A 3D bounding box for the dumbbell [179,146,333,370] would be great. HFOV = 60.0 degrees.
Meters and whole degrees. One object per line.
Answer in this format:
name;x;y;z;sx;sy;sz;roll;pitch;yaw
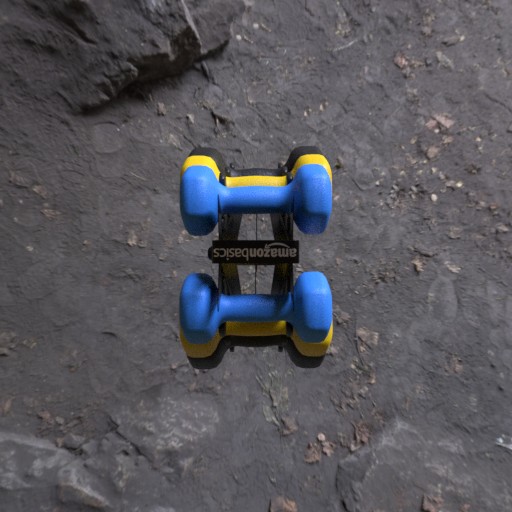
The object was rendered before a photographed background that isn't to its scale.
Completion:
dumbbell;0.000;0.000;0.682;0.255;0.426;0.409;0;89;0
